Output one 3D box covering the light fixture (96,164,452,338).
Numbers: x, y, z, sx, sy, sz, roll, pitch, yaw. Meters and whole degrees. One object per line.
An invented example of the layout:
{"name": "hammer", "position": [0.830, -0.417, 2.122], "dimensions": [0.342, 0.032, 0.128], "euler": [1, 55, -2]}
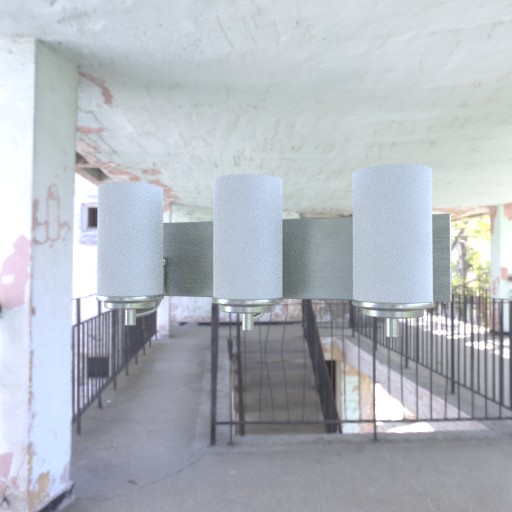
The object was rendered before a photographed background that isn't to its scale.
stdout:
{"name": "light fixture", "position": [0.000, 0.000, 0.540], "dimensions": [0.451, 0.172, 0.145], "euler": [0, -1, 17]}
